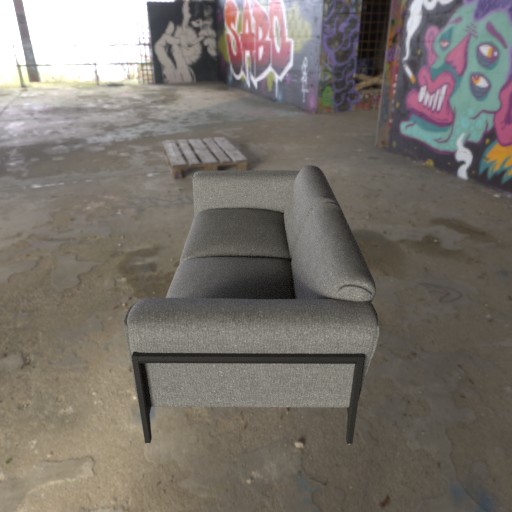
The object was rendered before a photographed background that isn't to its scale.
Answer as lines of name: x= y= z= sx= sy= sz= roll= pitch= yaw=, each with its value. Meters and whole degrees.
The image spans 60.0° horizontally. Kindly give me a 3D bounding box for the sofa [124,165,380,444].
sofa: x=0.000 y=0.000 z=2.644 sx=0.985 sy=0.703 sz=2.125 roll=0 pitch=26 yaw=0
